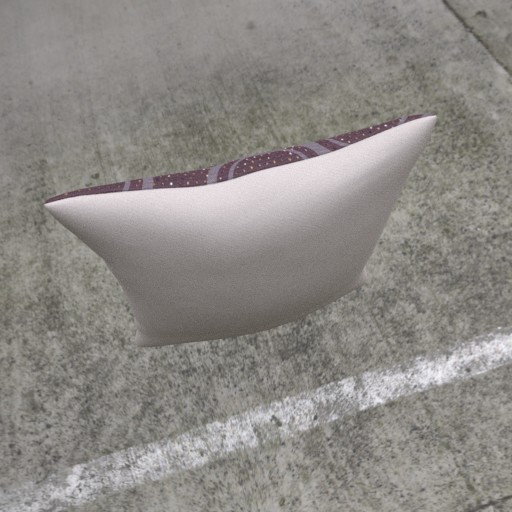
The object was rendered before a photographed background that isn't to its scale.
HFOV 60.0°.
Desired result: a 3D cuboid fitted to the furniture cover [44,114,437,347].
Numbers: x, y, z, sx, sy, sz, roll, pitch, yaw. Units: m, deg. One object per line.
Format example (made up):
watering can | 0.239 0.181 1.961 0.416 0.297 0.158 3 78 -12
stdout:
furniture cover | 0.000 0.000 0.806 0.552 0.509 0.193 -15 60 -9
